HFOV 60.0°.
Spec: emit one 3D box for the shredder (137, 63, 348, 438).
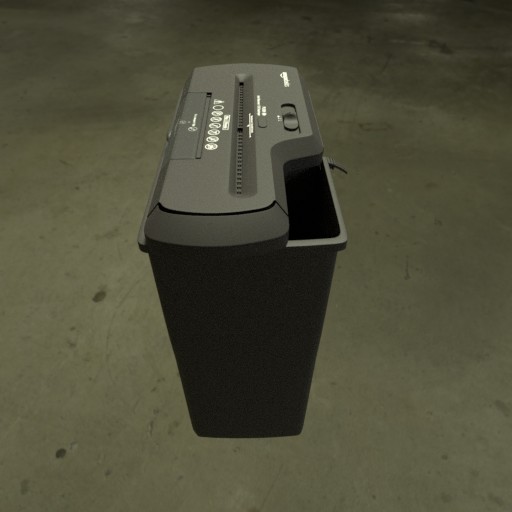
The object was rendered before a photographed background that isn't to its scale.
[{"bbox_3d":[0.000,0.000,0.504,0.170,0.335,0.320,-1,41,-1],"label":"shredder"}]
